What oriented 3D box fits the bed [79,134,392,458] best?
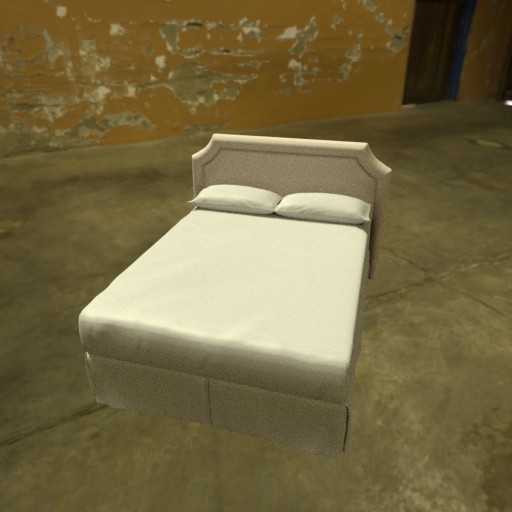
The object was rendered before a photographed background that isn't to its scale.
[{"bbox_3d":[0.000,0.000,3.292,1.828,1.297,2.164,7,28,14],"label":"bed"}]
